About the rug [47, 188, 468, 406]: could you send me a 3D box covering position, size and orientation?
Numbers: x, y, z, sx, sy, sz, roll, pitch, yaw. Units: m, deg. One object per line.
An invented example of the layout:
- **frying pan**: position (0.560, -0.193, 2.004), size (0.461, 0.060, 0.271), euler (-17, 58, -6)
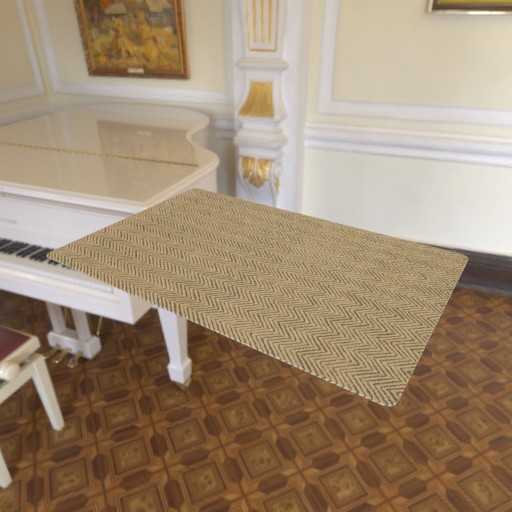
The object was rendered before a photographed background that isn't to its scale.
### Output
- **rug**: position (0.000, 0.000, 2.175), size (1.752, 0.008, 1.144), euler (18, 33, 29)
